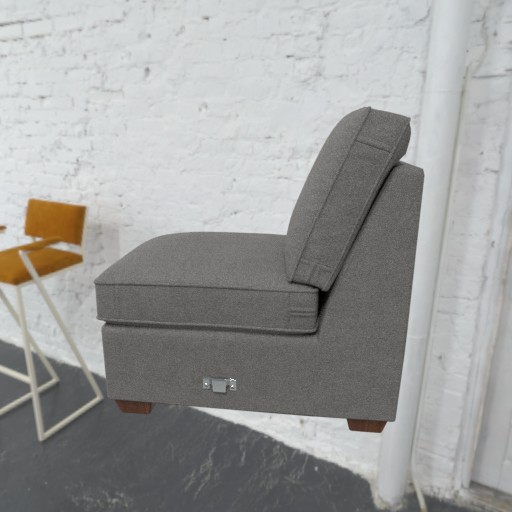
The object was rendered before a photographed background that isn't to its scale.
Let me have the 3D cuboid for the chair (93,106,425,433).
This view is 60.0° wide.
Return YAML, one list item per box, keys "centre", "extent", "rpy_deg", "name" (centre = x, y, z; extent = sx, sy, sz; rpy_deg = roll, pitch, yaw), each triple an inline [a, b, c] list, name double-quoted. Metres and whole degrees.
- centre: [0.000, 0.000, 1.545]
  extent: [0.938, 0.970, 0.621]
  rpy_deg: [2, 16, 7]
  name: "chair"
